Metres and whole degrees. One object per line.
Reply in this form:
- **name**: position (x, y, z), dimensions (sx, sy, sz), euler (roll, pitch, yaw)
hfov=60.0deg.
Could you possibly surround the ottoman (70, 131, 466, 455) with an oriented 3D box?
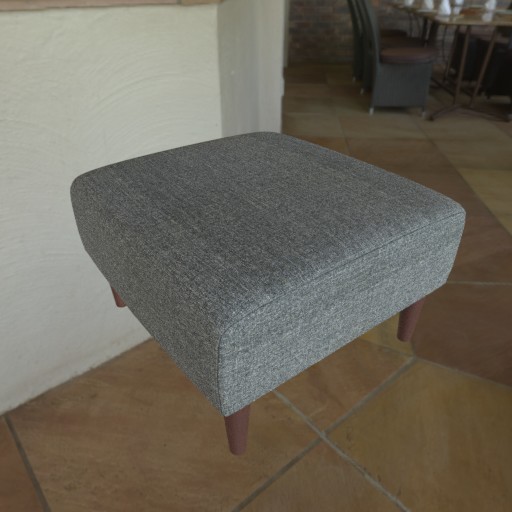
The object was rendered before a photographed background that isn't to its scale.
- **ottoman**: position (0.000, 0.000, 1.056), dimensions (0.648, 0.399, 0.655), euler (-22, 38, -31)
